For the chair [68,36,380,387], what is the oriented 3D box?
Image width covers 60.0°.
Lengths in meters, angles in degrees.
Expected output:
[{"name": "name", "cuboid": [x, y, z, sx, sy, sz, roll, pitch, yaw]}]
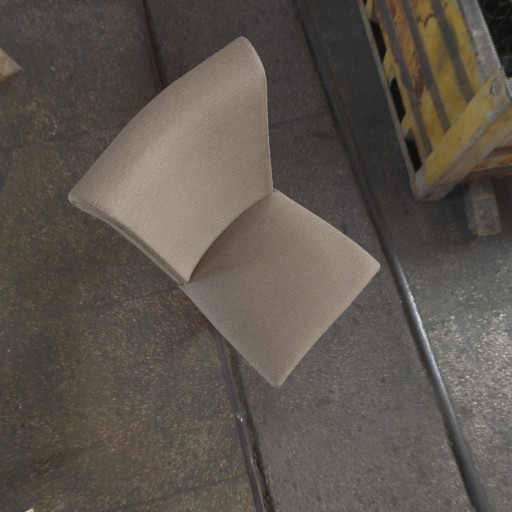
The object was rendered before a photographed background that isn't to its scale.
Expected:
[{"name": "chair", "cuboid": [0.000, 0.000, 1.329, 0.608, 0.988, 0.513, 41, 79, 10]}]
